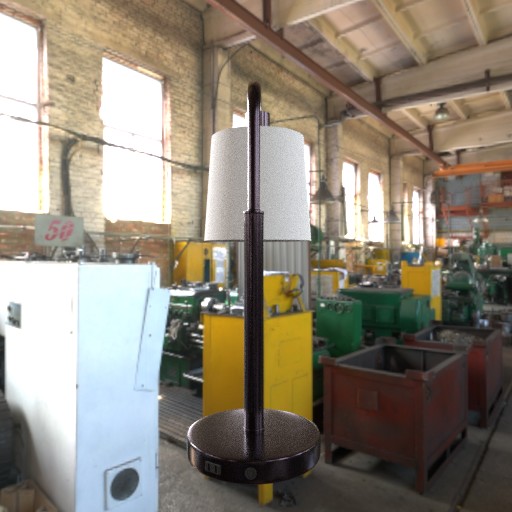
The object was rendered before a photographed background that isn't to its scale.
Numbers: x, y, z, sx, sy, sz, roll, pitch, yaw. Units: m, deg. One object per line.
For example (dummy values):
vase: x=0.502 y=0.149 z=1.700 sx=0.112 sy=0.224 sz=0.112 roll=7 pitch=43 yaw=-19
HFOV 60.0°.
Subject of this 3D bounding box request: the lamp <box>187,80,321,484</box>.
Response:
lamp: x=0.000 y=0.000 z=0.636 sx=0.171 sy=0.489 sz=0.333 roll=0 pitch=0 yaw=2
